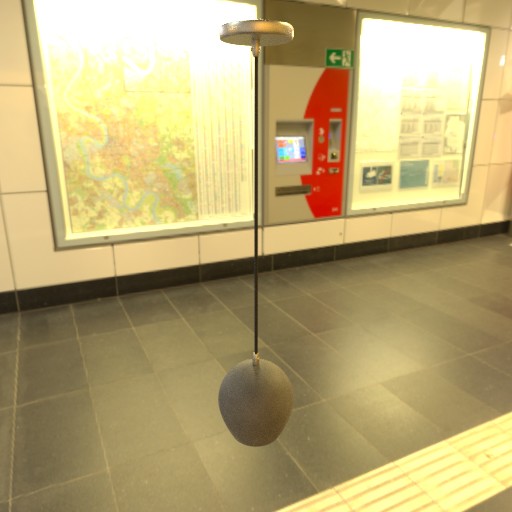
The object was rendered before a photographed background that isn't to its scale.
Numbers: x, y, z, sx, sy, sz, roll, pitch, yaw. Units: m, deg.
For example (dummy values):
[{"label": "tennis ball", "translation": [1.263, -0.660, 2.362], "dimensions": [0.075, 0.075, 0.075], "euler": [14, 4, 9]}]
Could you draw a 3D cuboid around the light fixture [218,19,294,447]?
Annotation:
[{"label": "light fixture", "translation": [0.000, 0.000, 0.816], "dimensions": [0.153, 0.760, 0.153], "euler": [16, 23, 42]}]
